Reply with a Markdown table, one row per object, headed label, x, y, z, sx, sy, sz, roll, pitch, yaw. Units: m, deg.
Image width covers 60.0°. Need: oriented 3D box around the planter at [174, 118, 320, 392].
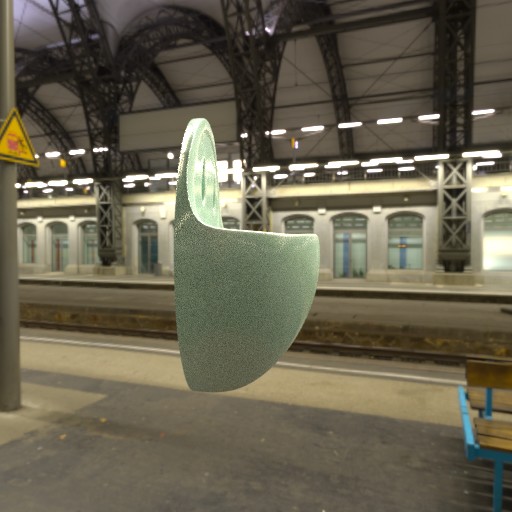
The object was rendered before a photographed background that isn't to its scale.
| label | x | y | z | sx | sy | sz | roll | pitch | yaw |
| --- | --- | --- | --- | --- | --- | --- | --- | --- | --- |
| planter | 0.000 | 0.000 | 0.280 | 0.073 | 0.164 | 0.189 | 0 | 1 | 0 |
